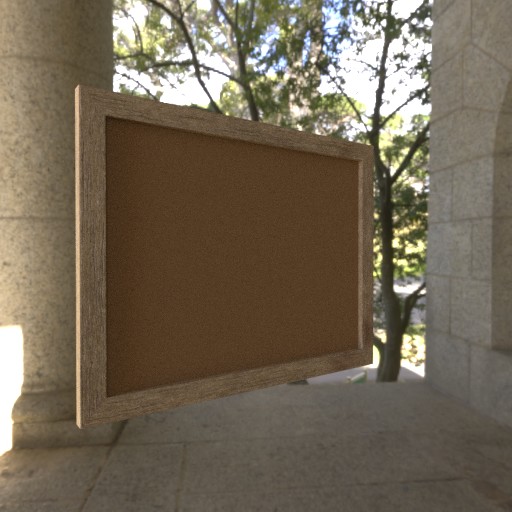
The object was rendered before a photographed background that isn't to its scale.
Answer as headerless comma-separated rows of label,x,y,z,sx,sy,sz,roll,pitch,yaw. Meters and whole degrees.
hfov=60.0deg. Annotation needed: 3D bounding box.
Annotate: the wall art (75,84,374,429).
wall art,0.000,0.000,0.898,0.690,0.535,0.026,0,1,-35
